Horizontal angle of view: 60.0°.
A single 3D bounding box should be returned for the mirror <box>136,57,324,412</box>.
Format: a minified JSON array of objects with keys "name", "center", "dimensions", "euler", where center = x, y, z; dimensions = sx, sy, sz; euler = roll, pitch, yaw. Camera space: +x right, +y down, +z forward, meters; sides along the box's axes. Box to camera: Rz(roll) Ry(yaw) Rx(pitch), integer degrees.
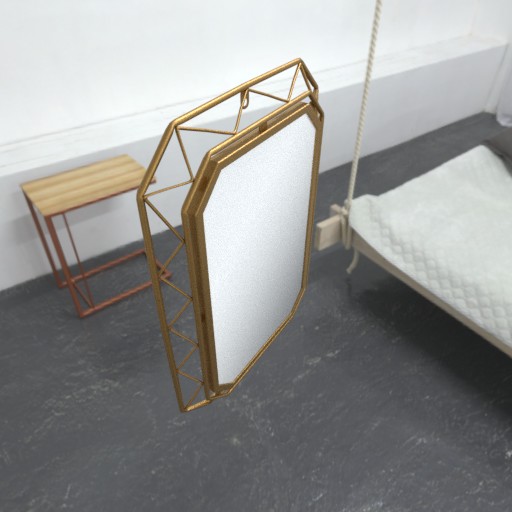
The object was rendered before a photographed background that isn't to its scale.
[{"name":"mirror","center":[0.000,0.000,0.742],"dimensions":[0.042,0.566,0.417],"euler":[24,46,26]}]
